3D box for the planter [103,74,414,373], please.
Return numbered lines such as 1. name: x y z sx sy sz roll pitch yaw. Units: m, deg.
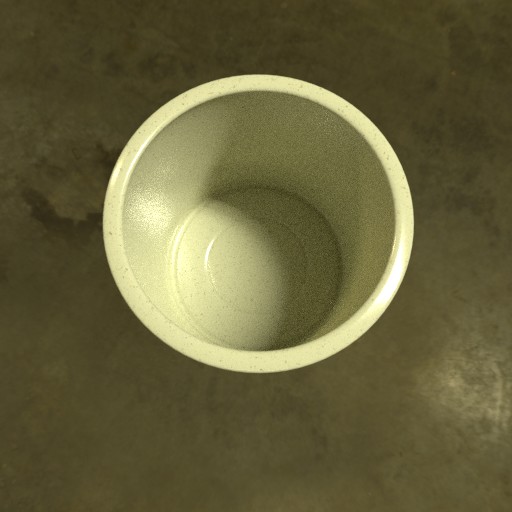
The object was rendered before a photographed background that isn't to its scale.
1. planter: 0.000 0.000 0.328 0.152 0.230 0.159 -18 78 -4
